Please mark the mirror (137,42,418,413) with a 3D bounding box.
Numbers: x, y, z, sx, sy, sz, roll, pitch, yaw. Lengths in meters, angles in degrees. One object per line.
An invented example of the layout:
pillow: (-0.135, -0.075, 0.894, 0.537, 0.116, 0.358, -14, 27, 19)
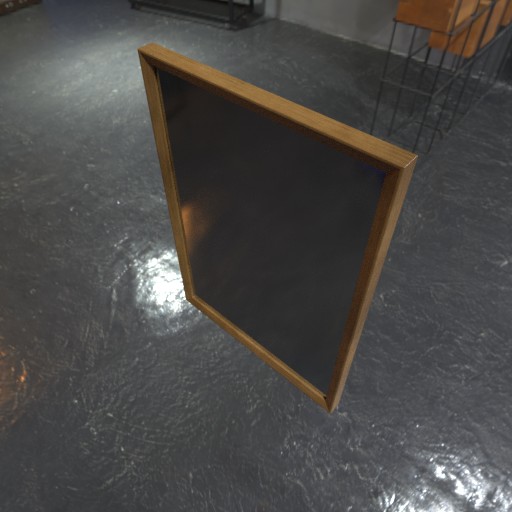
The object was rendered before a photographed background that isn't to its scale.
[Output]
mirror: (0.000, 0.000, 0.912, 0.508, 0.711, 0.039, 33, 56, 27)
